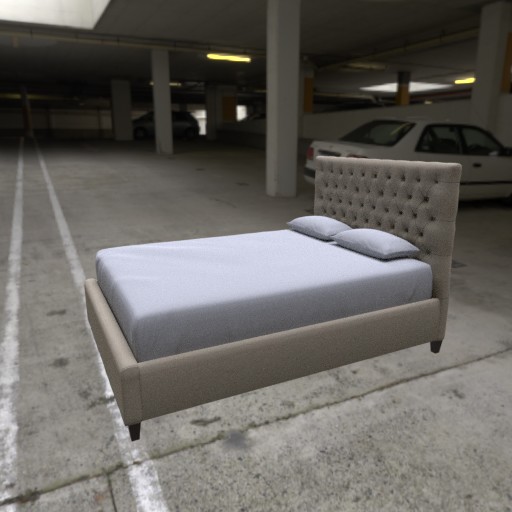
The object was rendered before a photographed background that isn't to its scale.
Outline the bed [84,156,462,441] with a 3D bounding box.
[{"bbox_3d":[0.000,0.000,3.424,2.387,1.427,1.698,-7,16,-26],"label":"bed"}]
